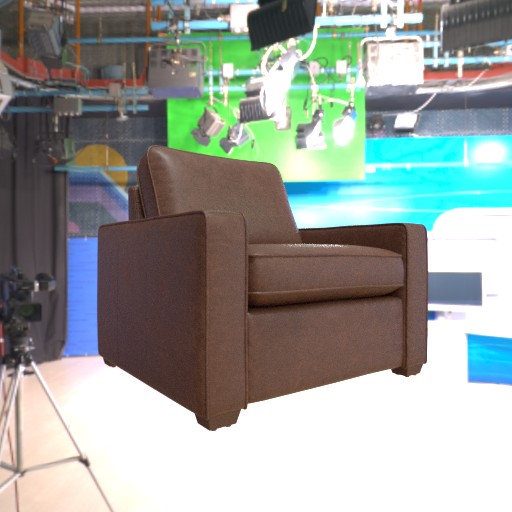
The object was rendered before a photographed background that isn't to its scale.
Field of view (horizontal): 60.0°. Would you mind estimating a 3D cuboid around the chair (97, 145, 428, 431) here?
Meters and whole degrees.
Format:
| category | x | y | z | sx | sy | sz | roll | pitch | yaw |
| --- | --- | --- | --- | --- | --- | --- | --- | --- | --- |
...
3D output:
| category | x | y | z | sx | sy | sz | roll | pitch | yaw |
| --- | --- | --- | --- | --- | --- | --- | --- | --- | --- |
| chair | 0.000 | 0.000 | 1.785 | 1.017 | 0.919 | 0.940 | 0 | 1 | -36 |
